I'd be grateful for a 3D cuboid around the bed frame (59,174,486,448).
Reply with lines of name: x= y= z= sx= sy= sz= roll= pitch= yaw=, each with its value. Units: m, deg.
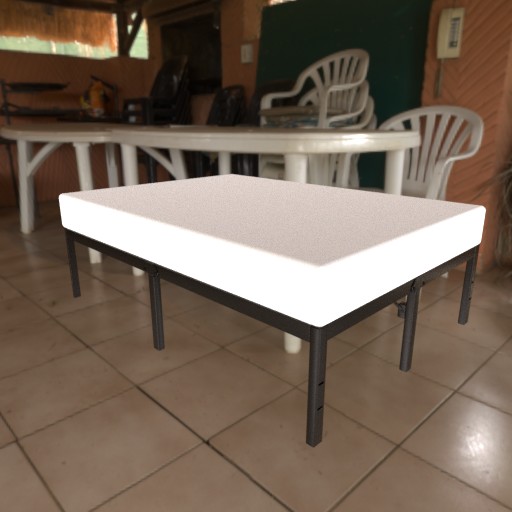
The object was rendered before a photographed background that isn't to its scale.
bed frame: x=0.000 y=0.000 z=2.555 sx=1.956 sy=0.659 sz=1.408 roll=16 pitch=24 yaw=42
